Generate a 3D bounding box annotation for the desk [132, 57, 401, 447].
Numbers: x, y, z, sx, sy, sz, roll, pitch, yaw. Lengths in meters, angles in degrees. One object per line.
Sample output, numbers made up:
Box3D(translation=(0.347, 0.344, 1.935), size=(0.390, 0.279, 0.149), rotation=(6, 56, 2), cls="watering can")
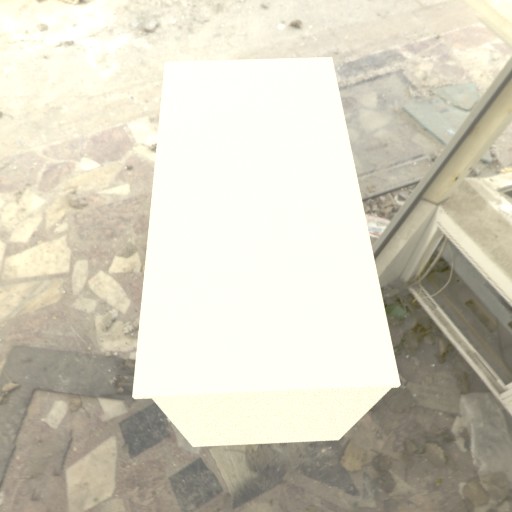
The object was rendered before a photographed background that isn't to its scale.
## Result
Box3D(translation=(0.000, 0.000, 1.520), size=(0.560, 0.735, 1.097), rotation=(-2, 59, -1), cls="desk")
